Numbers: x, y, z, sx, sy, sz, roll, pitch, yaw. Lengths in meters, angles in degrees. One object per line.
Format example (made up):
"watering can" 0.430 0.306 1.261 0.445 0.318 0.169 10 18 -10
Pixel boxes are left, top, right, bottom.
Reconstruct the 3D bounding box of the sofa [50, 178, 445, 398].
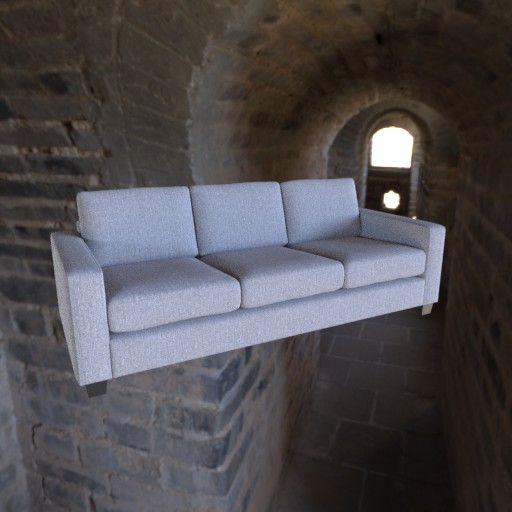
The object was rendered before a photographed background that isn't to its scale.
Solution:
"sofa" 0.000 0.000 2.590 2.120 0.800 0.900 -8 17 -27
